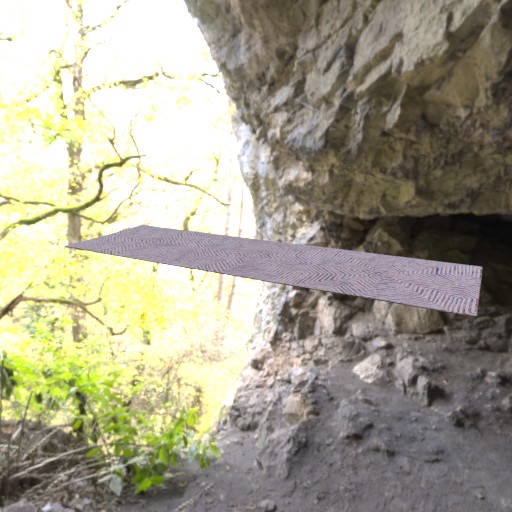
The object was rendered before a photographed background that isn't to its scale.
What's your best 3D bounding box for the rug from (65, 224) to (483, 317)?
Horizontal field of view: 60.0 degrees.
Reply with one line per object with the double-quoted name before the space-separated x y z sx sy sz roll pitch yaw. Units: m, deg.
"rug" 0.000 0.000 2.679 2.443 0.009 0.771 8 18 27
